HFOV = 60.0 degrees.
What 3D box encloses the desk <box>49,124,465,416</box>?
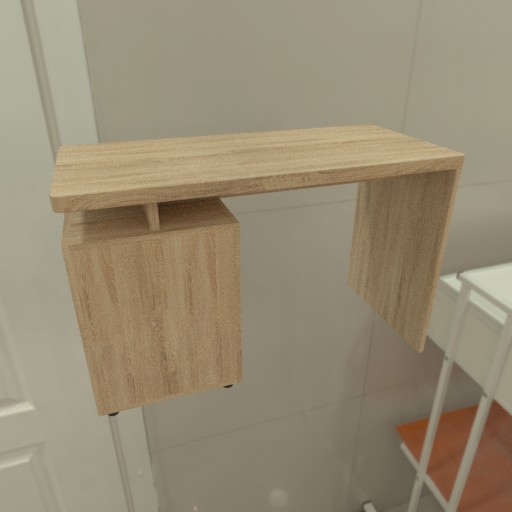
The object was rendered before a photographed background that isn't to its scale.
[{"bbox_3d":[0.000,0.000,1.594,1.200,0.760,0.550,-9,28,-17],"label":"desk"}]
